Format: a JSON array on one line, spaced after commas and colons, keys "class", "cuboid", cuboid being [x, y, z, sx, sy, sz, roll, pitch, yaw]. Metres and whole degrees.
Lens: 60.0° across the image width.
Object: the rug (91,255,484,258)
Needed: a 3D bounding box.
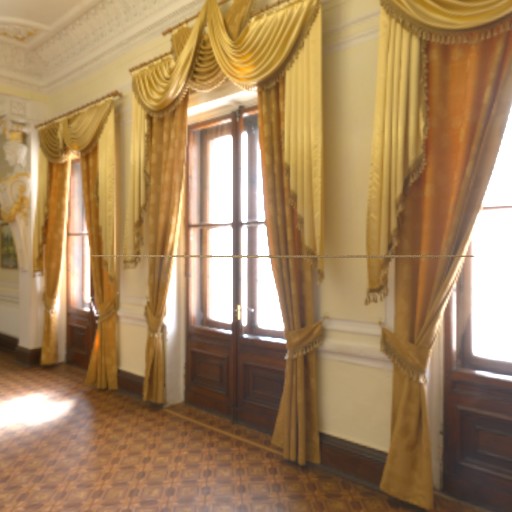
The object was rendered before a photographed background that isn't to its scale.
[{"class": "rug", "cuboid": [0.000, 0.000, 2.954, 1.522, 0.008, 2.284, 0, 0, -36]}]
